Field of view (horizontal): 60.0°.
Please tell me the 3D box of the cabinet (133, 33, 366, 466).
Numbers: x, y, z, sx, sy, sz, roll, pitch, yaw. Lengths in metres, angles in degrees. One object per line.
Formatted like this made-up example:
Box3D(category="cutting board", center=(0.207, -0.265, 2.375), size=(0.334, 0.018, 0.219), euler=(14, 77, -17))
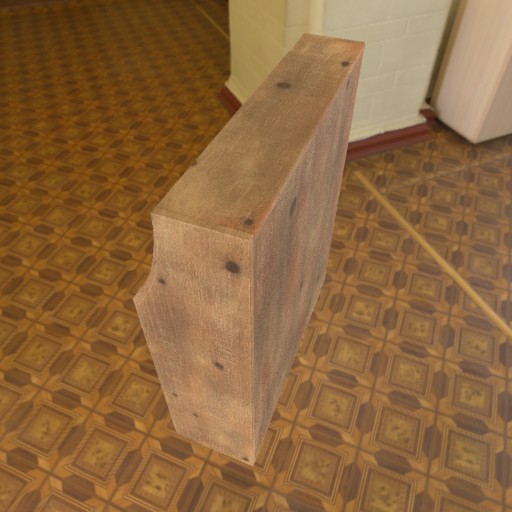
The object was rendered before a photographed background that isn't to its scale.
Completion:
Box3D(category="cabinet", center=(0.000, 0.000, 0.792), size=(0.184, 0.590, 0.489), euler=(16, 49, 15))
